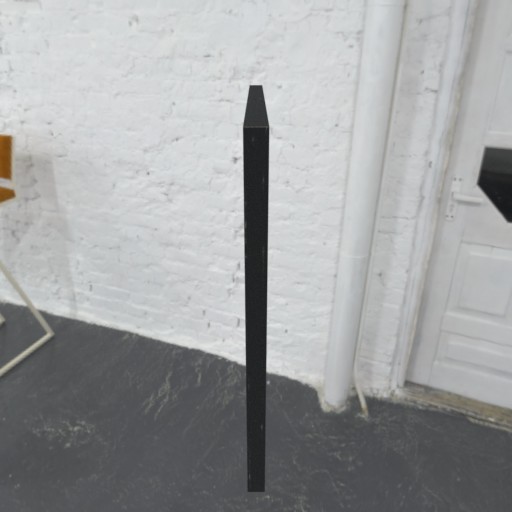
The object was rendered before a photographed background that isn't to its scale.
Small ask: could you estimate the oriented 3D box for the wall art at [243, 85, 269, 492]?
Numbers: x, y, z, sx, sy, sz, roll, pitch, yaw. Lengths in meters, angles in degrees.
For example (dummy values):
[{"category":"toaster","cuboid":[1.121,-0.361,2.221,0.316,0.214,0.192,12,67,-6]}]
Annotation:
[{"category":"wall art","cuboid":[0.000,0.000,1.131,0.037,0.761,0.761,0,25,0]}]
